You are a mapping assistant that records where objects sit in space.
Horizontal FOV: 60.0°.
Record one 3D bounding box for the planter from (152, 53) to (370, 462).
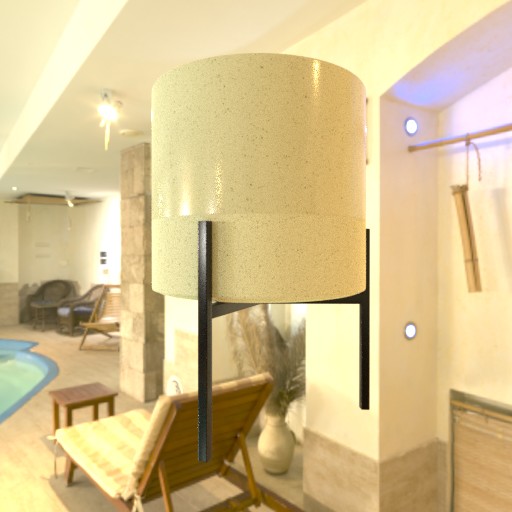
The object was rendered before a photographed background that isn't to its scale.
[{"bbox_3d":[0.000,0.000,0.327,0.152,0.230,0.159,0,0,-36],"label":"planter"}]
